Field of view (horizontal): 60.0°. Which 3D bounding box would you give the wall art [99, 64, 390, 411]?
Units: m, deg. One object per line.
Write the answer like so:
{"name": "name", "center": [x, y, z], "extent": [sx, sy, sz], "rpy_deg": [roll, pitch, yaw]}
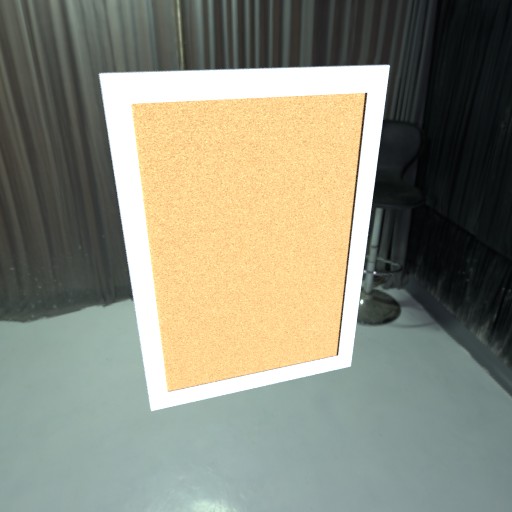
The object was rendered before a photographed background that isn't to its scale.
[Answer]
{"name": "wall art", "center": [0.000, 0.000, 0.676], "extent": [0.374, 0.529, 0.012], "rpy_deg": [-8, 29, -15]}
